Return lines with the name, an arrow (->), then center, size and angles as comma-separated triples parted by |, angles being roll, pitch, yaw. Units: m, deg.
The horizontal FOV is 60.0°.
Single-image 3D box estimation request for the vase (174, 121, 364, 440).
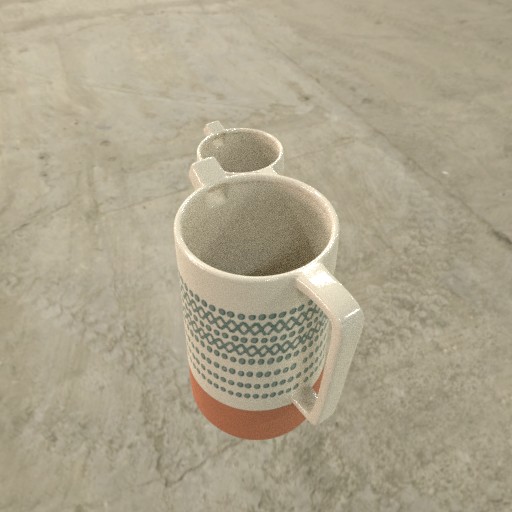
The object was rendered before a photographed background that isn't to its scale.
vase -> 0.000, 0.000, 0.465 | 0.168, 0.247, 0.326 | 4, 45, 4
